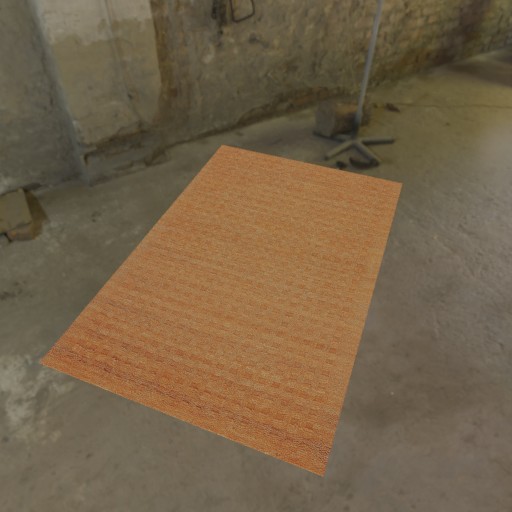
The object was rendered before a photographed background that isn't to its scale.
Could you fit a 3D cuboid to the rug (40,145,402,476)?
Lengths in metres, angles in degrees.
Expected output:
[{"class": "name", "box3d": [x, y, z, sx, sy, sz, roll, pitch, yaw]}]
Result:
[{"class": "rug", "box3d": [0.000, 0.000, 2.862, 1.524, 0.006, 2.285, 16, 47, 15]}]
